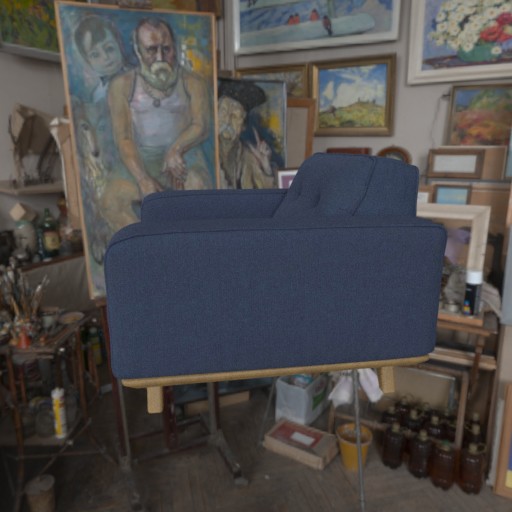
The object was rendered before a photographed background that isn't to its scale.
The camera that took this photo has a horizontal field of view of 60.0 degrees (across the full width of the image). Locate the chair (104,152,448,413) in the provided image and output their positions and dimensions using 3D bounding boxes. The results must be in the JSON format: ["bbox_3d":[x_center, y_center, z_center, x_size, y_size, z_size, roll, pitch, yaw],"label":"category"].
[{"bbox_3d":[0.000,0.000,1.731,0.953,0.783,1.118,-2,14,-8],"label":"chair"}]
